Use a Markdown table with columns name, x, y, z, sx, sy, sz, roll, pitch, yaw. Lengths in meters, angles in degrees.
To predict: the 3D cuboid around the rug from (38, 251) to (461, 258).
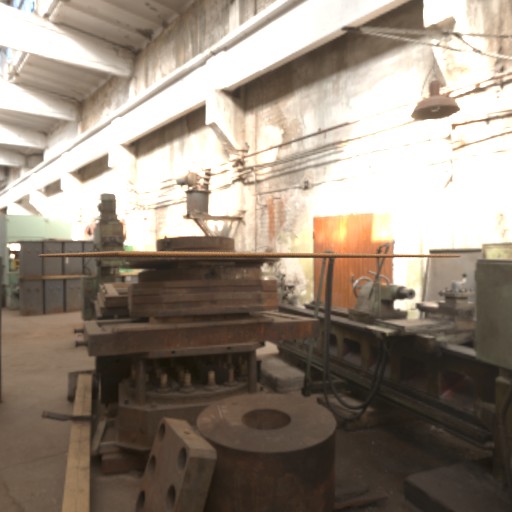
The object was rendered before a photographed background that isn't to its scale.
| name | x | y | z | sx | sy | sz | roll | pitch | yaw |
| --- | --- | --- | --- | --- | --- | --- | --- | --- | --- |
| rug | 0.000 | 0.000 | 2.074 | 1.678 | 0.013 | 1.078 | 0 | -1 | -36 |
